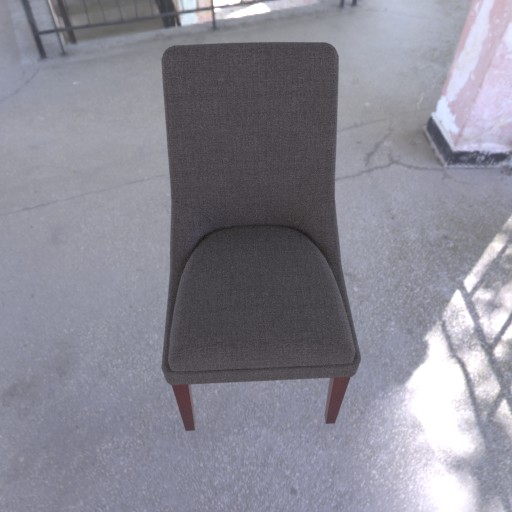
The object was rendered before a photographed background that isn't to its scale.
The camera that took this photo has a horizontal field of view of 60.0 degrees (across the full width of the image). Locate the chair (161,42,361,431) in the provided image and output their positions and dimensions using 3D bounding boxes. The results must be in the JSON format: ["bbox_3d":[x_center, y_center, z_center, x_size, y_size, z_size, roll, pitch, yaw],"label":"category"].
[{"bbox_3d":[0.000,0.000,1.282,0.508,0.952,0.655,-2,48,-2],"label":"chair"}]
